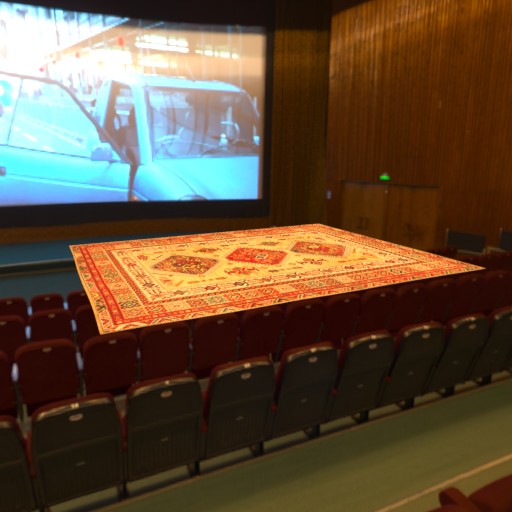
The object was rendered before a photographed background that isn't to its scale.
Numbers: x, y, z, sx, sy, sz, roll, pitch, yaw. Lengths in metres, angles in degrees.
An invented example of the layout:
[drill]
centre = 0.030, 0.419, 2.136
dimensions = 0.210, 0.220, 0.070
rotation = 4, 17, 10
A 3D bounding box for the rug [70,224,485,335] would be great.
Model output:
[rug]
centre = 0.000, 0.000, 4.118
dimensions = 3.067, 0.005, 2.460
rotation = -7, 15, -25
